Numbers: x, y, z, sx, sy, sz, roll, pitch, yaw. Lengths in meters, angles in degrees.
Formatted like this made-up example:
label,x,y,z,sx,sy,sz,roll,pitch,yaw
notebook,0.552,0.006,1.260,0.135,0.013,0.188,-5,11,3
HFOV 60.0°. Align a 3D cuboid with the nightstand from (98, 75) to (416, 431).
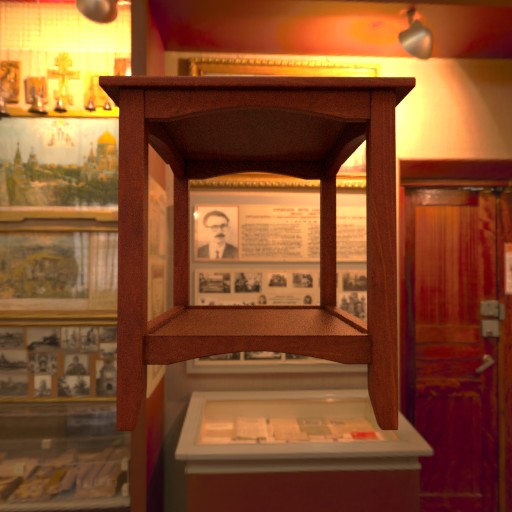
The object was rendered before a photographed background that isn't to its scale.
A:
label,x,y,z,sx,sy,sz,roll,pitch,yaw
nightstand,0.000,0.000,0.972,0.501,0.558,0.558,0,-1,-1
